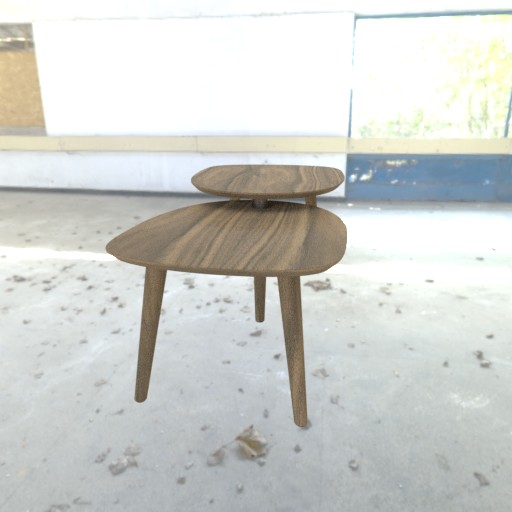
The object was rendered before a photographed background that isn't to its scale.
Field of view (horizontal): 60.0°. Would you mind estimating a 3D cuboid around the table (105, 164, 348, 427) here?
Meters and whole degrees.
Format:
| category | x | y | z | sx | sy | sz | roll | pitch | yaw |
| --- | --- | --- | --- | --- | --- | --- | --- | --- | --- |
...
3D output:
| category | x | y | z | sx | sy | sz | roll | pitch | yaw |
| --- | --- | --- | --- | --- | --- | --- | --- | --- | --- |
| table | 0.000 | 0.000 | 1.373 | 0.527 | 0.429 | 1.084 | 3 | 19 | 9 |
